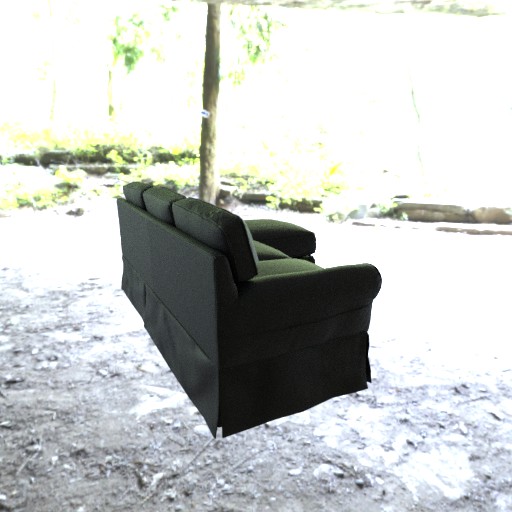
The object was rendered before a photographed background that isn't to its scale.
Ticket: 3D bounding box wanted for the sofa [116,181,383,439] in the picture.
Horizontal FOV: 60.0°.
[{"bbox_3d":[0.000,0.000,3.324,1.637,1.039,2.518,-7,15,-25],"label":"sofa"}]
